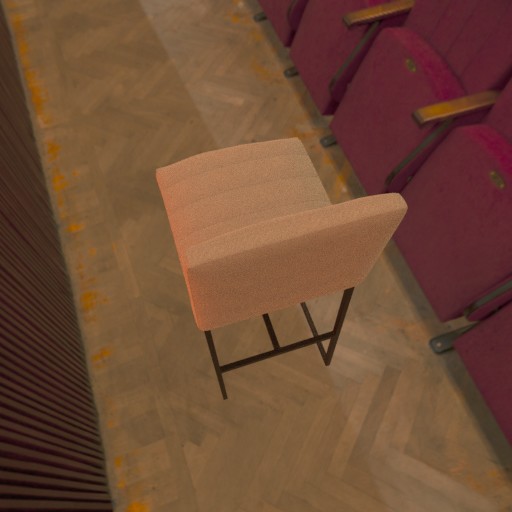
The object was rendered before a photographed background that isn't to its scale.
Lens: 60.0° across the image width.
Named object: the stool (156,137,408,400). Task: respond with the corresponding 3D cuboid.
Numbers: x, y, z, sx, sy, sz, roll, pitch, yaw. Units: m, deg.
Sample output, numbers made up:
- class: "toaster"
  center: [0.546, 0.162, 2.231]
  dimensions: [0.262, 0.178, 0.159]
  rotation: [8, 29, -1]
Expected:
- class: "stool"
  center: [0.000, 0.000, 1.393]
  dimensions: [0.464, 1.061, 0.573]
  rotation: [-16, 61, -9]
